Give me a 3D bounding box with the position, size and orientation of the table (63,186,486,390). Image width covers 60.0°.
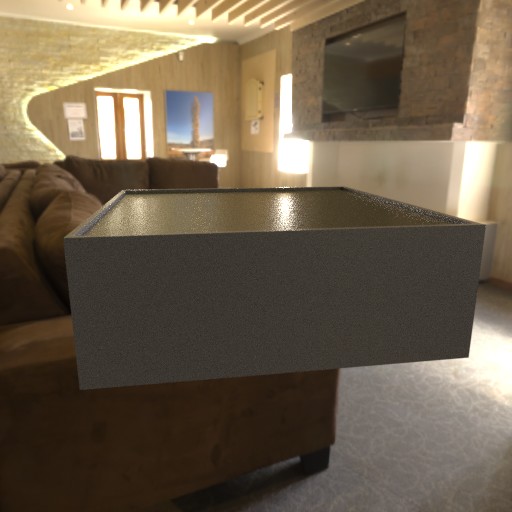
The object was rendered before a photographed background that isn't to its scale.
[{"bbox_3d":[0.000,0.000,1.243,0.801,0.299,0.801,-2,15,-9],"label":"table"}]
